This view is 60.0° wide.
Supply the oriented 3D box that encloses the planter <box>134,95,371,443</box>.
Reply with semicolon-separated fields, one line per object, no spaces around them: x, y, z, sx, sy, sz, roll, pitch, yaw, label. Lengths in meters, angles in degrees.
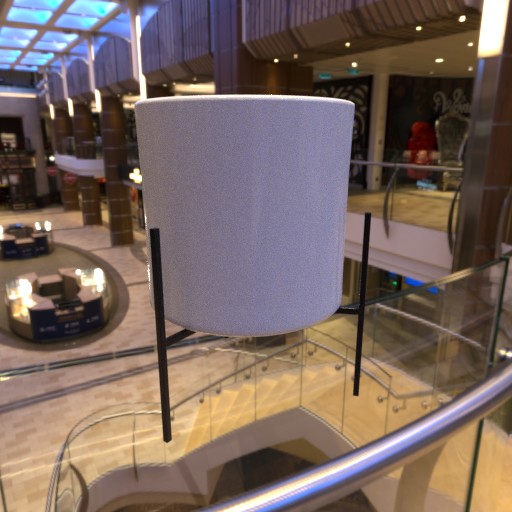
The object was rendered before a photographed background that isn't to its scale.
0.000;0.000;0.736;0.361;0.480;0.360;3;16;10;planter
